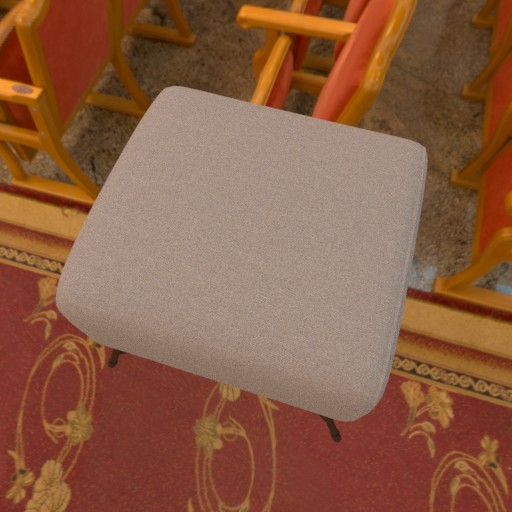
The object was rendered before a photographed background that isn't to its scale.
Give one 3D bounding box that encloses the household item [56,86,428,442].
[{"bbox_3d":[0.000,0.000,0.875,0.530,0.410,0.530,16,65,7],"label":"household item"}]
